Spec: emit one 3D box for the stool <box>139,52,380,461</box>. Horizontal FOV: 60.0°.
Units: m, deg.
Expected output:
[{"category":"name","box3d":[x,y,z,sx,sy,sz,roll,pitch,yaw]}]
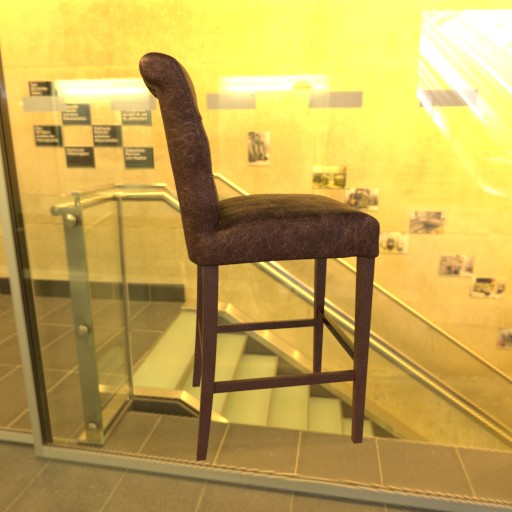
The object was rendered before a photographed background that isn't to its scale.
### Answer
[{"category":"stool","box3d":[0.000,0.000,1.470,0.659,1.168,0.483,-2,15,-9]}]
